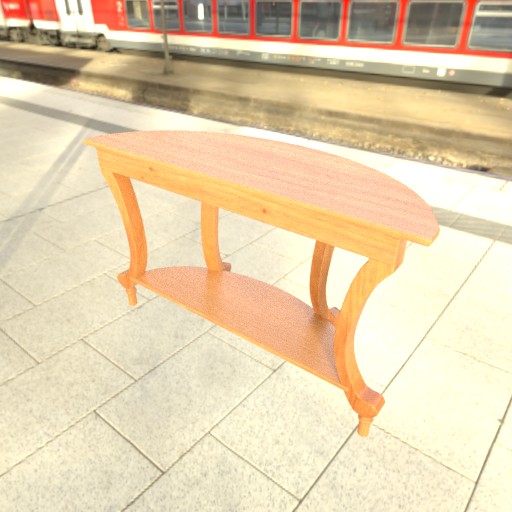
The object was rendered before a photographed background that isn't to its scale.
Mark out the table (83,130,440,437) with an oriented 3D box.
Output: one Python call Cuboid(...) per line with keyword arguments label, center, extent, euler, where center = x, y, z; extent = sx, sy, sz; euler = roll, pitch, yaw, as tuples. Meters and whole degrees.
Cuboid(label="table", center=(0.000, 0.000, 1.528), extent=(1.198, 0.692, 0.394), euler=(21, 37, 31))
